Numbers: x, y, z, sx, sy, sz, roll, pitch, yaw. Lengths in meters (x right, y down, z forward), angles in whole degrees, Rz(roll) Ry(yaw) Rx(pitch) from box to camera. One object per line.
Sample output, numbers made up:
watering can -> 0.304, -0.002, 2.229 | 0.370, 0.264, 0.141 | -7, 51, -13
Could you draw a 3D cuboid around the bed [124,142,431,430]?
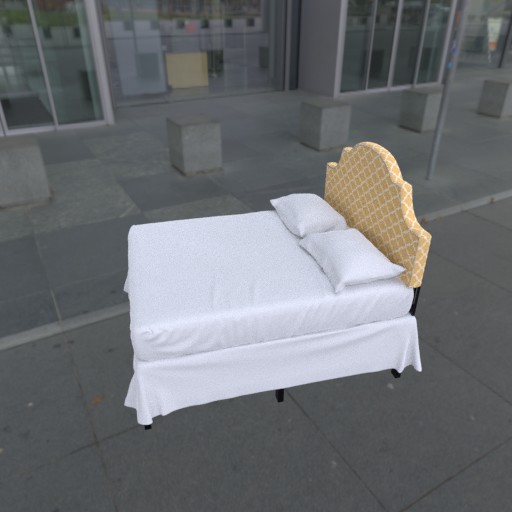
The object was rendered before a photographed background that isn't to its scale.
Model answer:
bed -> 0.000, 0.000, 3.530 | 2.222, 1.633, 1.780 | -7, 31, -13
